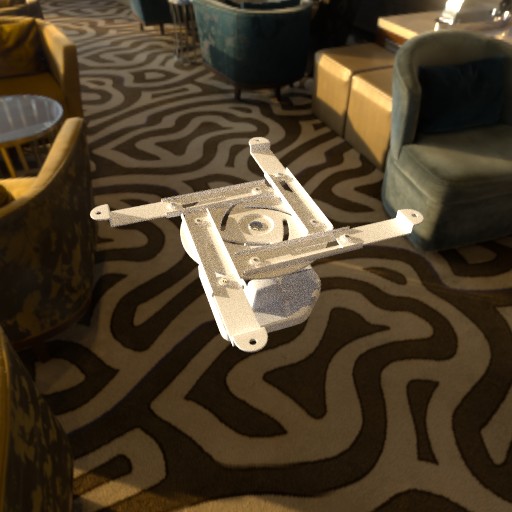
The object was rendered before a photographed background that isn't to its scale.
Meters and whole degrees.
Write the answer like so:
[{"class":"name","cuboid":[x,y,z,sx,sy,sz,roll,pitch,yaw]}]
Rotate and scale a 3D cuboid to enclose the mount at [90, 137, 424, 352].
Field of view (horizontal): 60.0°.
[{"class":"mount","cuboid":[0.000,0.000,0.606,0.394,0.141,0.394,-13,43,-14]}]
